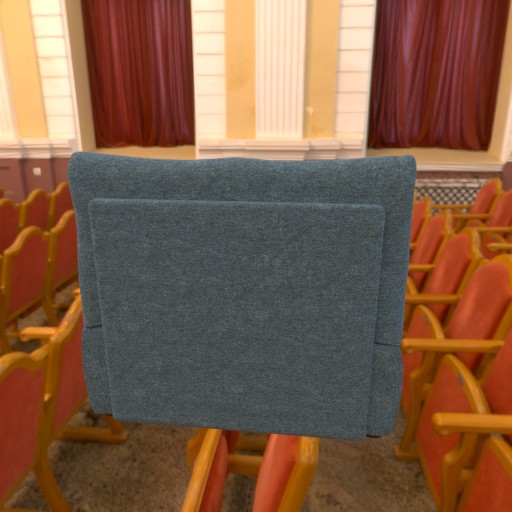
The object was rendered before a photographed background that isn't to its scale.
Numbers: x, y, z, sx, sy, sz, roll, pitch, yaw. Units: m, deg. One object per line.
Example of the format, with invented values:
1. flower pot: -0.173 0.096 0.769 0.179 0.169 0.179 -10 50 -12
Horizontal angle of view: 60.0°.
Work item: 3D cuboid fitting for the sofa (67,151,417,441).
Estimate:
1. sofa: 0.000 0.000 1.661 0.930 0.820 1.000 2 18 7
